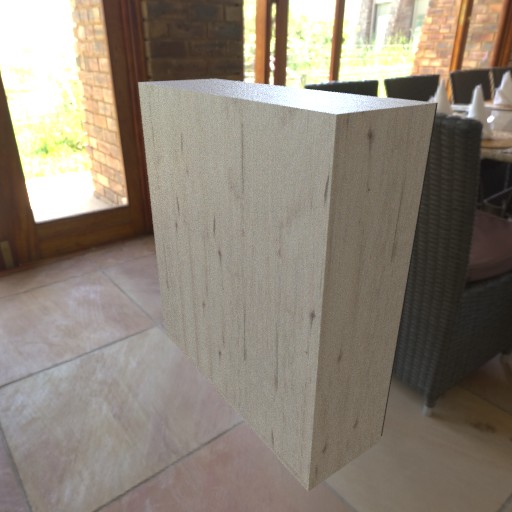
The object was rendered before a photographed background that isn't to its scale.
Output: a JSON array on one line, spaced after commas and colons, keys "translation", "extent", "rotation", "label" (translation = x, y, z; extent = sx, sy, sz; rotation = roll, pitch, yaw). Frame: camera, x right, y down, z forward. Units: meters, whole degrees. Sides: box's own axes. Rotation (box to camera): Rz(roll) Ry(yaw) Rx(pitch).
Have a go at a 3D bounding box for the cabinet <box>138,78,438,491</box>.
[{"translation": [0.000, 0.000, 3.101], "extent": [0.660, 2.180, 2.000], "rotation": [-17, 30, -32], "label": "cabinet"}]
